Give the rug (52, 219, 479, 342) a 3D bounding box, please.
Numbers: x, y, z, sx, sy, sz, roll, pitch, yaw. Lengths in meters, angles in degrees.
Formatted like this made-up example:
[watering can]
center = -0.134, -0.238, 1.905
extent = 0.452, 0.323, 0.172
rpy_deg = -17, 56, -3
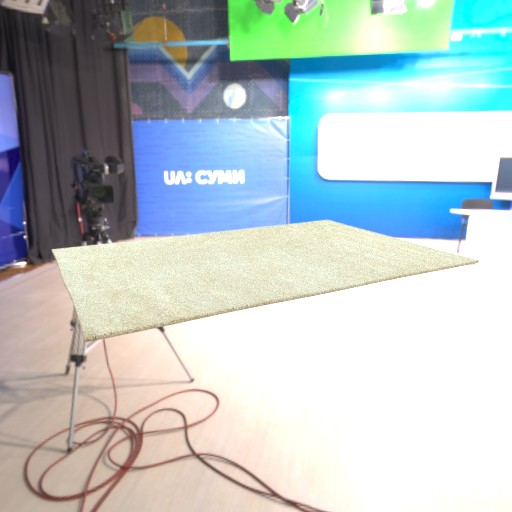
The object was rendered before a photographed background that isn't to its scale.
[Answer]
[rug]
center = 0.000, 0.000, 3.354
extent = 2.699, 0.025, 1.800
rpy_deg = -8, 17, -27
